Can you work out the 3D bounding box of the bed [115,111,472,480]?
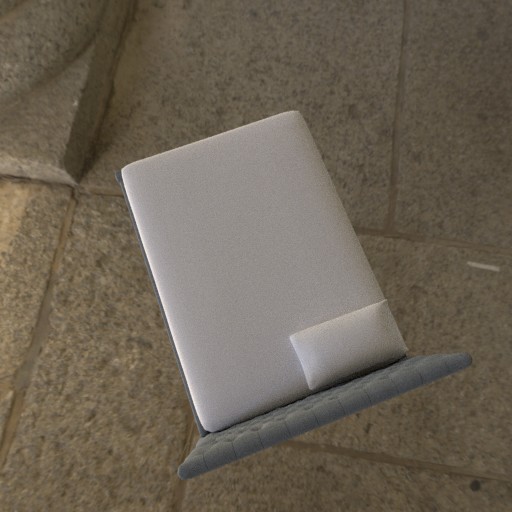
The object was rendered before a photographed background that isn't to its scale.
[{"bbox_3d":[0.000,0.000,3.275,1.698,1.411,2.335,-20,76,-5],"label":"bed"}]
